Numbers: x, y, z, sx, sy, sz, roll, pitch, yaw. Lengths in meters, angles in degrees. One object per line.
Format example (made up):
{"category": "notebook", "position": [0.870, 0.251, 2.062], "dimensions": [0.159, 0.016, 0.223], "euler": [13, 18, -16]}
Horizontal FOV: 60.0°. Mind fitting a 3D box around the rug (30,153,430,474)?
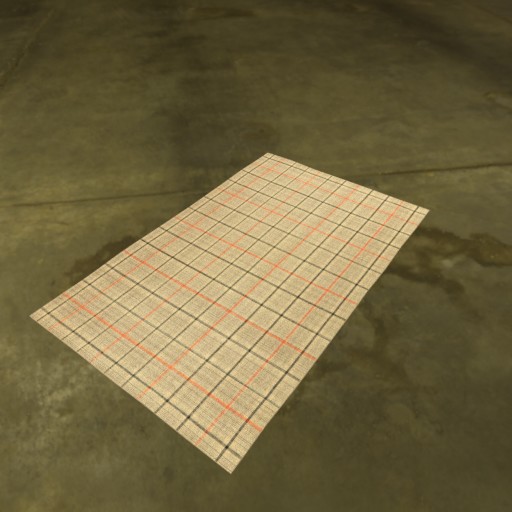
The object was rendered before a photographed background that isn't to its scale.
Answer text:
{"category": "rug", "position": [0.000, 0.000, 3.009], "dimensions": [1.524, 0.015, 2.439], "euler": [26, 48, 26]}
